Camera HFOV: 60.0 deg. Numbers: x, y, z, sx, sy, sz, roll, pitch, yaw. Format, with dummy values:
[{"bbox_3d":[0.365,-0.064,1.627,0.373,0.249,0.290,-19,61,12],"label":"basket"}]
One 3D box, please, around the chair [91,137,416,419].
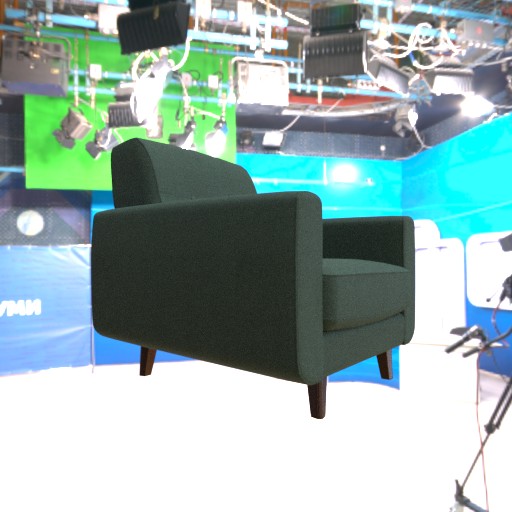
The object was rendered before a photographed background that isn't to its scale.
[{"bbox_3d":[0.000,0.000,1.569,0.909,0.841,0.831,-1,-1,37],"label":"chair"}]
